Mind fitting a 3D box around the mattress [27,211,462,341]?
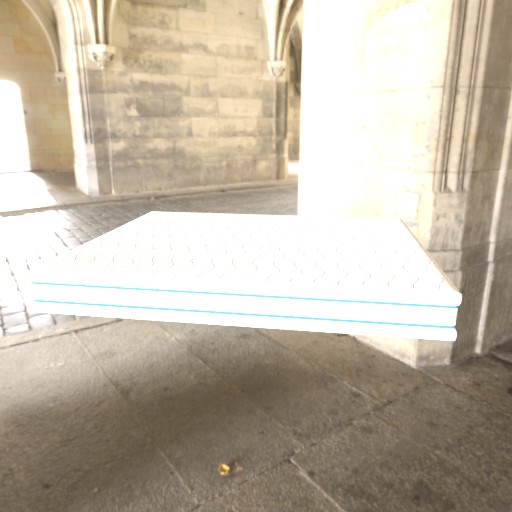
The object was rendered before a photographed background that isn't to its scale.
[{"bbox_3d":[0.000,0.000,2.783,2.000,0.230,1.600,3,16,9],"label":"mattress"}]
